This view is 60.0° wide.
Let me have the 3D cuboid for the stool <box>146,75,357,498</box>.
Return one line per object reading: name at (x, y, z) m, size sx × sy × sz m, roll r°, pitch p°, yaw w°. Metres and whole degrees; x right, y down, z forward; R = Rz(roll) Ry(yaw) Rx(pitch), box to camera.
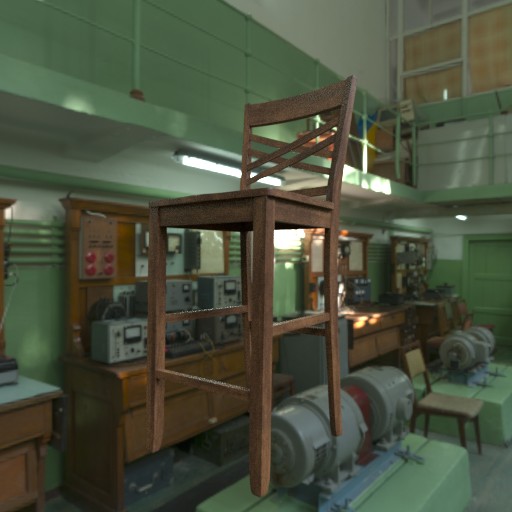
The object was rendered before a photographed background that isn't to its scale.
stool at (0.000, 0.000, 1.313) m, size 0.433 × 1.105 × 0.487 m, roll 0°, pitch 0°, yaw 38°
